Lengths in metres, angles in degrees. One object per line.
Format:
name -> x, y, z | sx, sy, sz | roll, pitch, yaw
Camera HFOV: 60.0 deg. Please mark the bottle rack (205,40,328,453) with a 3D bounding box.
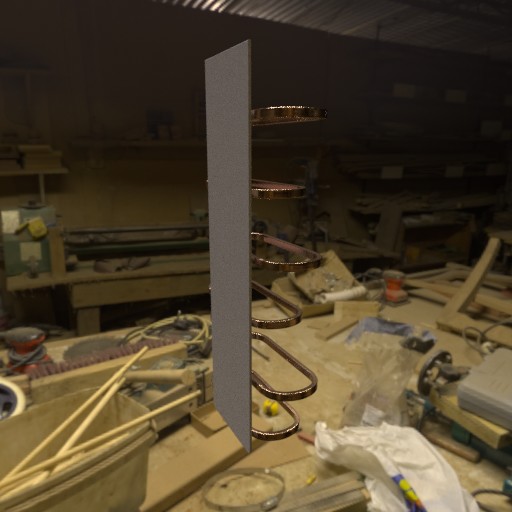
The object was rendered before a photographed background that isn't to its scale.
bottle rack -> 0.000, 0.000, 0.842 | 0.118, 0.709, 0.332 | -7, 15, -26
